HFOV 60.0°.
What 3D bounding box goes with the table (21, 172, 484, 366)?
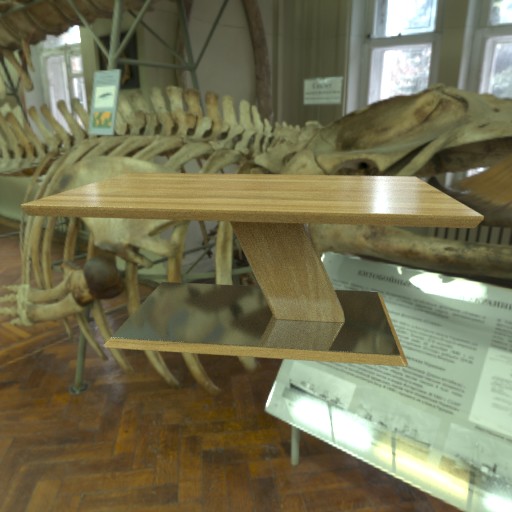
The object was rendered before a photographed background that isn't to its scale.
[{"bbox_3d":[0.000,0.000,1.435,1.100,0.441,0.692,2,17,7],"label":"table"}]
